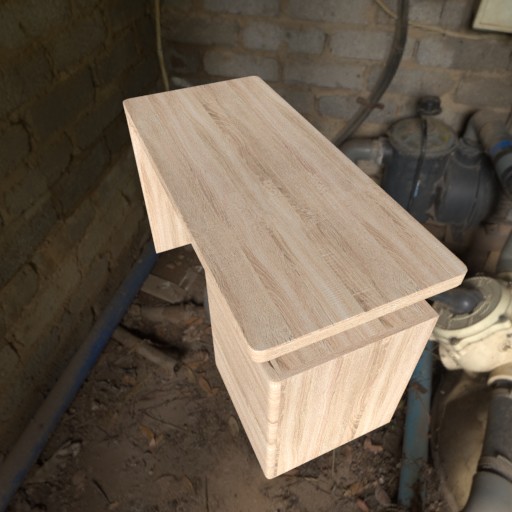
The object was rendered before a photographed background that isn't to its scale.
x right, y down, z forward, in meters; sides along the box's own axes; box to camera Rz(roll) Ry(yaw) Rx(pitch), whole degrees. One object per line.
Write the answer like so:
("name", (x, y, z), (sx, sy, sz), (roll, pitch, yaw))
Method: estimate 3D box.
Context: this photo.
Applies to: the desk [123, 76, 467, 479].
("desk", (0.000, 0.000, 1.592), (0.550, 0.760, 1.200), (-18, 47, -17))
